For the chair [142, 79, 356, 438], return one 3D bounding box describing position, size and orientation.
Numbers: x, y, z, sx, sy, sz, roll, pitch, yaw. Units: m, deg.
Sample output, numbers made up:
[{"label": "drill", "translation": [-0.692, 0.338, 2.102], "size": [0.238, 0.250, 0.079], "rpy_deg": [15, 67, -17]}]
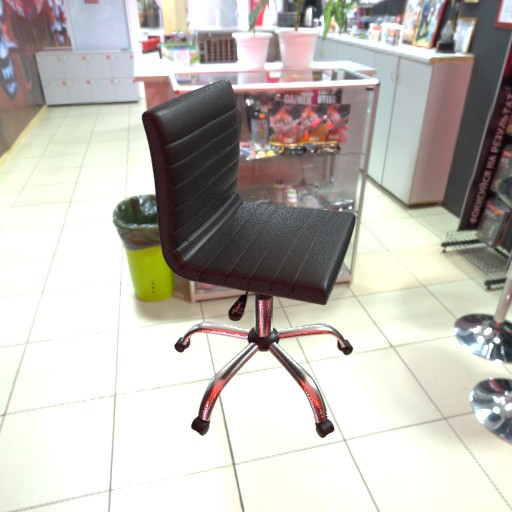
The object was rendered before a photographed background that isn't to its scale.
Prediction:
[{"label": "chair", "translation": [0.000, 0.000, 1.127], "size": [0.530, 0.780, 0.556], "rpy_deg": [10, 32, 17]}]
